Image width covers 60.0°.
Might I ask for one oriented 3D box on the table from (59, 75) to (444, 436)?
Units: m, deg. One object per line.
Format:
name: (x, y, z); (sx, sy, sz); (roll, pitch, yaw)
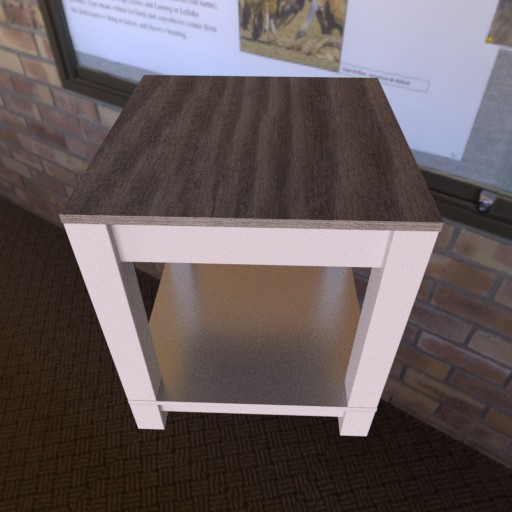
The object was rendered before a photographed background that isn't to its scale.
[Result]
table: (0.000, 0.000, 0.964); (0.504, 0.587, 0.506); (1, 42, 1)
